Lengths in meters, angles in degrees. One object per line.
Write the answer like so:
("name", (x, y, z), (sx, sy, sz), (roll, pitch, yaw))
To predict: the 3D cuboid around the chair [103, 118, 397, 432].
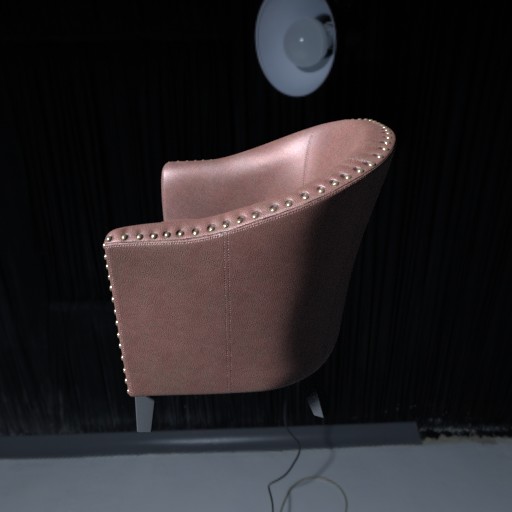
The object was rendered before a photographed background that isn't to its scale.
("chair", (0.000, 0.000, 1.423), (0.748, 0.823, 0.794), (0, 24, 0))
